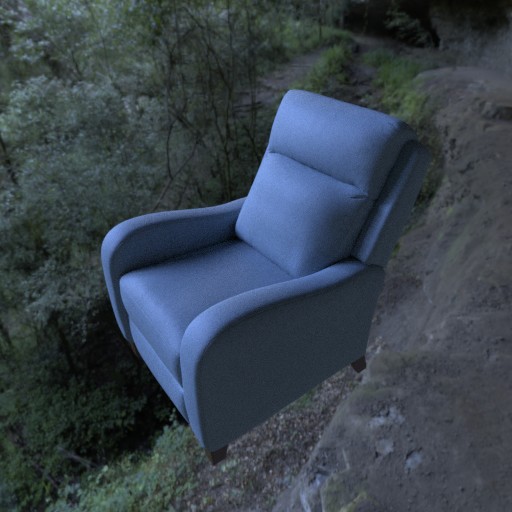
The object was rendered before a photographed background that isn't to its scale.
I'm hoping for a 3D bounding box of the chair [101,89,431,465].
[{"bbox_3d":[0.000,0.000,1.732,0.988,1.067,0.785,-22,40,-30],"label":"chair"}]
